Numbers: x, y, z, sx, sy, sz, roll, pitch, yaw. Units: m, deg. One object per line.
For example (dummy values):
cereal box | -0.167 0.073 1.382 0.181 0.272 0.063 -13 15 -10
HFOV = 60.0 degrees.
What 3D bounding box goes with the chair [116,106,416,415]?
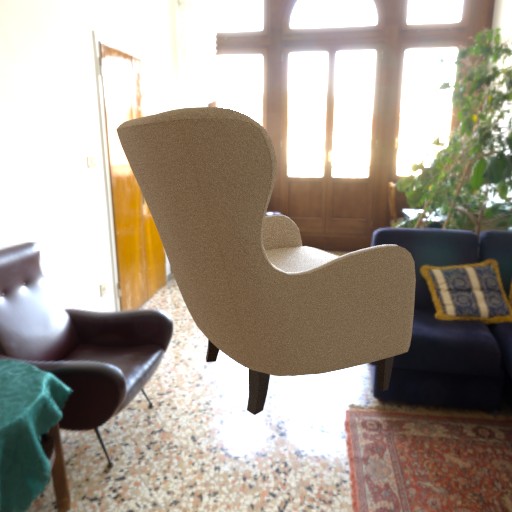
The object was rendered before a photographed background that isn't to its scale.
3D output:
chair | 0.000 0.000 1.782 0.984 1.064 0.861 -7 15 -26
